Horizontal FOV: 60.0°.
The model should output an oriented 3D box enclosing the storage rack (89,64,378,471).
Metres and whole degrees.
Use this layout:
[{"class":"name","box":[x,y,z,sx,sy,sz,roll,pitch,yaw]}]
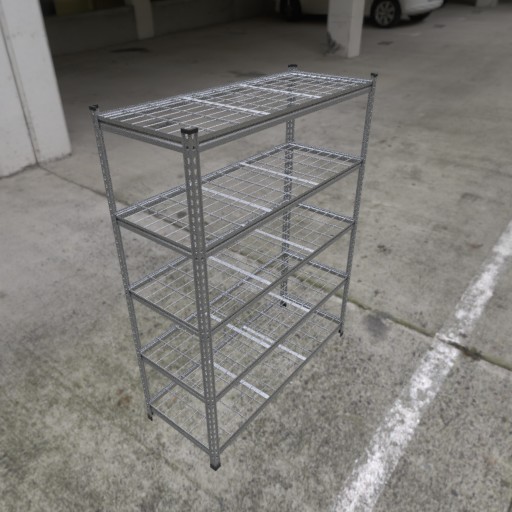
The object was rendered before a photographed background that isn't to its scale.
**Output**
[{"class":"storage rack","box":[0.000,0.000,2.735,0.610,1.981,1.524,22,38,32]}]
